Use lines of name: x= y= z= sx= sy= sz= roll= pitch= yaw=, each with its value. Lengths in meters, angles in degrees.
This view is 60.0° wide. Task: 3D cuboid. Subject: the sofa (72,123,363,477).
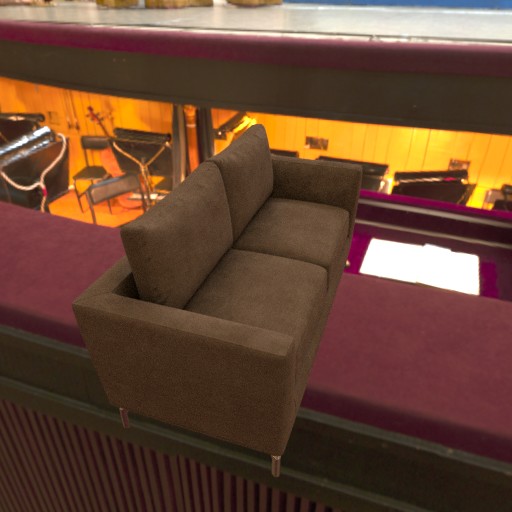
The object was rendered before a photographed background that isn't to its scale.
sofa: x=0.000 y=0.000 z=2.386 sx=0.855 sy=1.013 sz=1.832 roll=10 pitch=34 yaw=16
